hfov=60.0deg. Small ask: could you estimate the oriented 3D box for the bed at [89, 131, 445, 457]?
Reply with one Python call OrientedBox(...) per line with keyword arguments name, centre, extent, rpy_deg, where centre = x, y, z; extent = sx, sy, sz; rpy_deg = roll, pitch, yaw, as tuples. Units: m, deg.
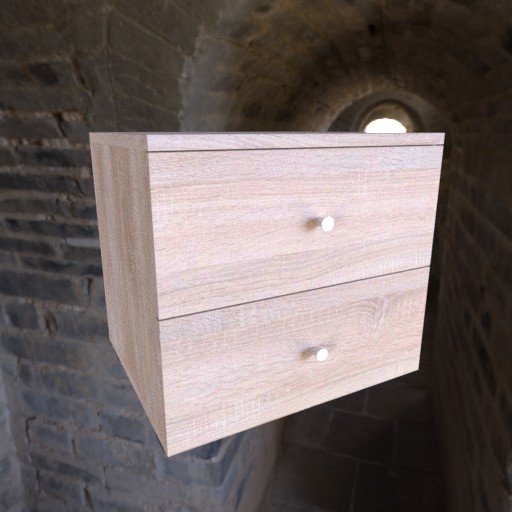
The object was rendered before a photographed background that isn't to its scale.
OrientedBox(name="bed", centre=(0.000, 0.000, 0.784), extent=(0.460, 0.420, 0.401), rpy_deg=(-8, 18, -27))
